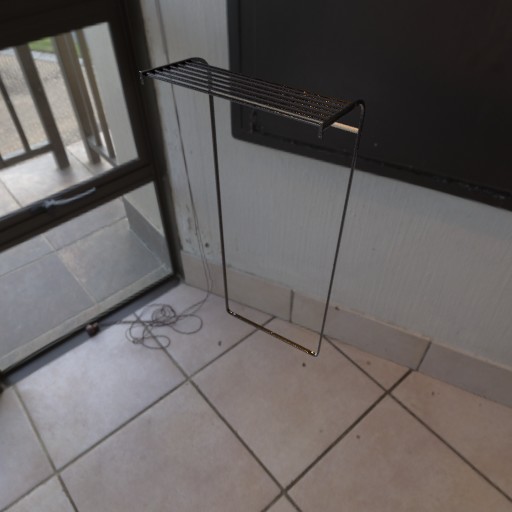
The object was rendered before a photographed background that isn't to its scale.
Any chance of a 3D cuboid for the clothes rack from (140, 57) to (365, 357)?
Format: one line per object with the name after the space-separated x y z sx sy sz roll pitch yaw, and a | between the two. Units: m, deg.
0.000 0.000 1.887 0.609 1.574 0.349 23 50 21 | clothes rack
